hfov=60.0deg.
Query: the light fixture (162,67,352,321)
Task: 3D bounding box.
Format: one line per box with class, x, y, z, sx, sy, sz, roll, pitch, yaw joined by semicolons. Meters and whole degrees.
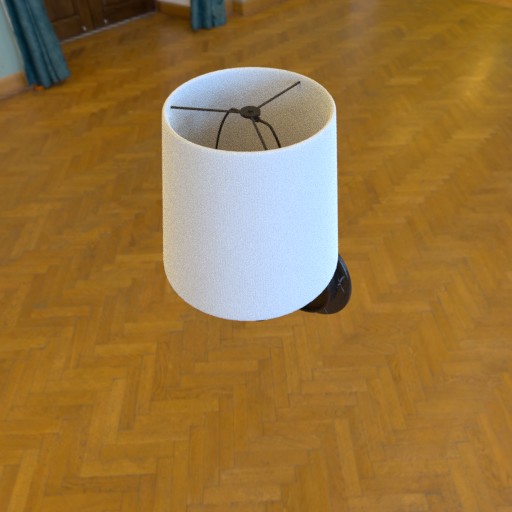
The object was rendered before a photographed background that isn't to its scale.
light fixture;0.000;0.000;0.452;0.168;0.337;0.188;32;55;27
